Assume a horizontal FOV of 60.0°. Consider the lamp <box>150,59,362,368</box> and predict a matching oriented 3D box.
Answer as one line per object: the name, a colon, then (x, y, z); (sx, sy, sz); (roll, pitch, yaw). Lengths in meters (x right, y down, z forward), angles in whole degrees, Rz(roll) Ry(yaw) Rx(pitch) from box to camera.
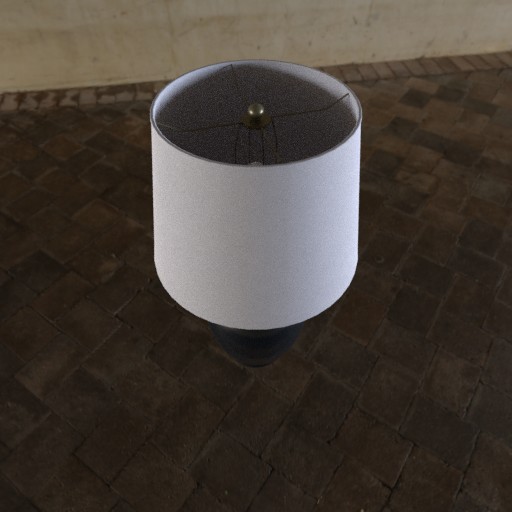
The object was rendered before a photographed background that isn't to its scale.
lamp: (0.000, 0.000, 0.543); (0.239, 0.399, 0.239); (0, 47, 0)
